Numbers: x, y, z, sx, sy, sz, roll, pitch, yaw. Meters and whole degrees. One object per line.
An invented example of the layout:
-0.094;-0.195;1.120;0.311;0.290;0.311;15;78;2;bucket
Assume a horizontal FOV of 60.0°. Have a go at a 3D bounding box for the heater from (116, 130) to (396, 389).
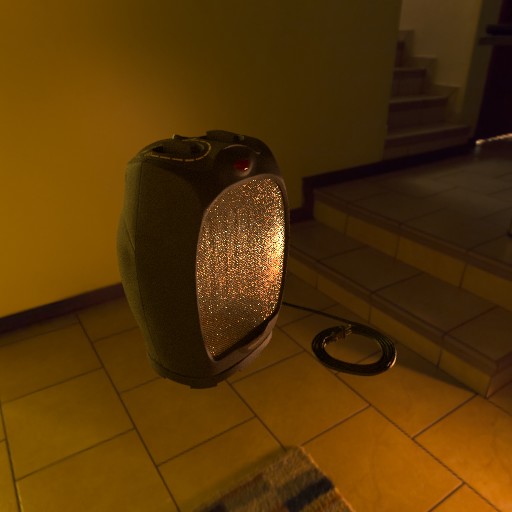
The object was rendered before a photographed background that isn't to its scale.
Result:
0.000;0.000;0.484;0.291;0.255;0.239;18;32;32;heater
